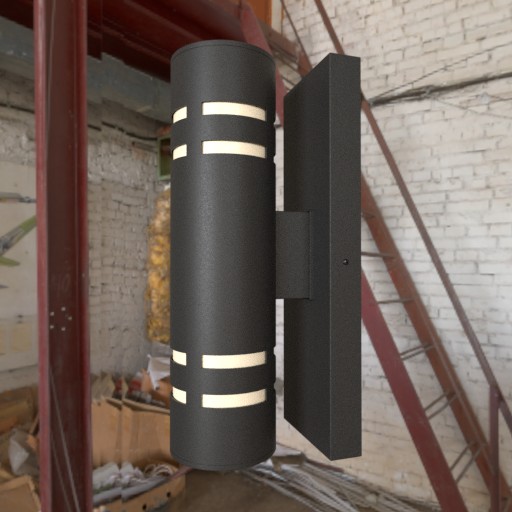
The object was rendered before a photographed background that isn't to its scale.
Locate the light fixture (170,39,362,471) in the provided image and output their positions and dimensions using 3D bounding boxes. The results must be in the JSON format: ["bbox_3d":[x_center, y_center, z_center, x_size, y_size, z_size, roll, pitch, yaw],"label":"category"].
[{"bbox_3d":[0.000,0.000,0.392,0.149,0.330,0.105,0,-1,-18],"label":"light fixture"}]
